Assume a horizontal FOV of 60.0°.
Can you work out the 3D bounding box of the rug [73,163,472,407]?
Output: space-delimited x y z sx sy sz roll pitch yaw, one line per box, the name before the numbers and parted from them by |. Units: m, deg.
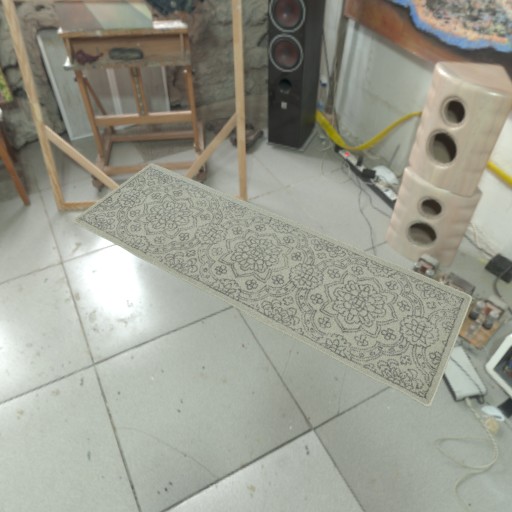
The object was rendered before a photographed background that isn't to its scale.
rug | 0.000 0.000 2.747 2.431 0.006 0.806 25 51 22
